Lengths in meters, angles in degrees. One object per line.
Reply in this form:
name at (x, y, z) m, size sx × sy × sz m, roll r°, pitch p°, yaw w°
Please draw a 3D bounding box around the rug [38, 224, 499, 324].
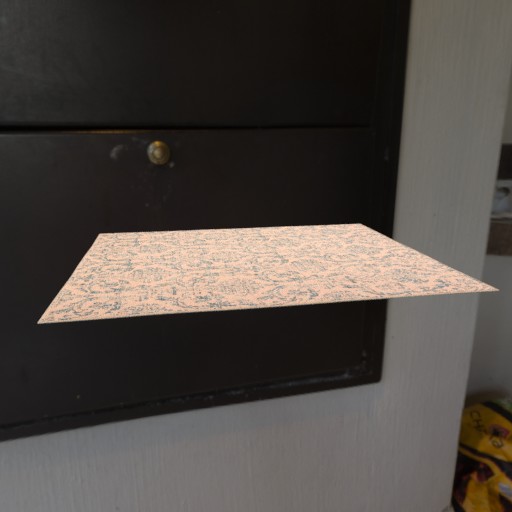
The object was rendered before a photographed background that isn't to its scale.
rug at (0.000, 0.000, 3.912) m, size 2.980 × 0.012 × 2.363 m, roll -3°, pitch 16°, yaw -10°
